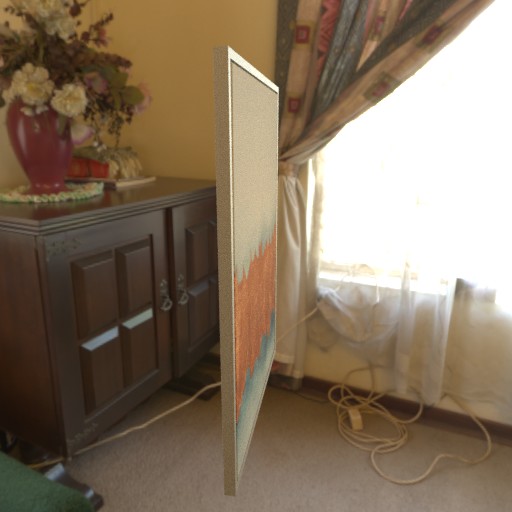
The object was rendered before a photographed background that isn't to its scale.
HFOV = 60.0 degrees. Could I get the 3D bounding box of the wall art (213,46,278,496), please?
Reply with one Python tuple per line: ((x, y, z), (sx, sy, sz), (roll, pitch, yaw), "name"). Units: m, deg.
((0.000, 0.000, 1.356), (0.034, 1.042, 0.789), (3, 16, 9), "wall art")
